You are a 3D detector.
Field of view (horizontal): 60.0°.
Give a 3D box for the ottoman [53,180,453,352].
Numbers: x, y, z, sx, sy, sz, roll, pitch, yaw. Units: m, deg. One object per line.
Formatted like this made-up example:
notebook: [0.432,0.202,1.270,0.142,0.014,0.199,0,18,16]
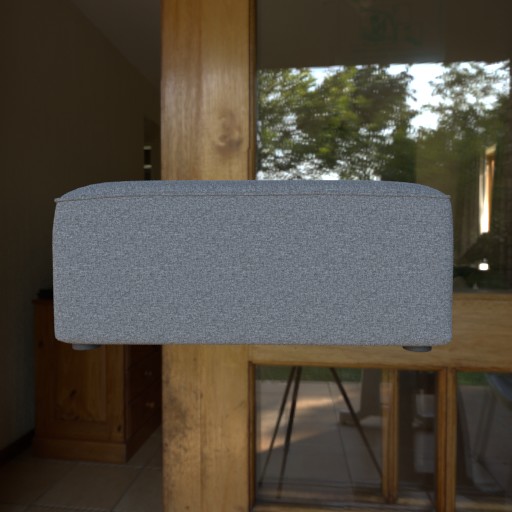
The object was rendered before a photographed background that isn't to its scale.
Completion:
ottoman: [0.000,0.000,1.597,1.015,0.464,1.005,0,1,1]
